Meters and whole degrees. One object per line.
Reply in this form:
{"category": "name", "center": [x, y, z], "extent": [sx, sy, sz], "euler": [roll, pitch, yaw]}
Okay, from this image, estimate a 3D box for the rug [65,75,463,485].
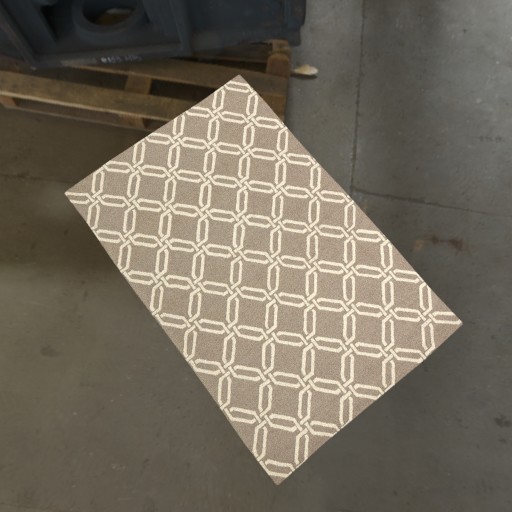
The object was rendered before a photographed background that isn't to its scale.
{"category": "rug", "center": [0.000, 0.000, 2.180], "extent": [1.142, 0.010, 1.748], "euler": [-37, 78, -9]}
